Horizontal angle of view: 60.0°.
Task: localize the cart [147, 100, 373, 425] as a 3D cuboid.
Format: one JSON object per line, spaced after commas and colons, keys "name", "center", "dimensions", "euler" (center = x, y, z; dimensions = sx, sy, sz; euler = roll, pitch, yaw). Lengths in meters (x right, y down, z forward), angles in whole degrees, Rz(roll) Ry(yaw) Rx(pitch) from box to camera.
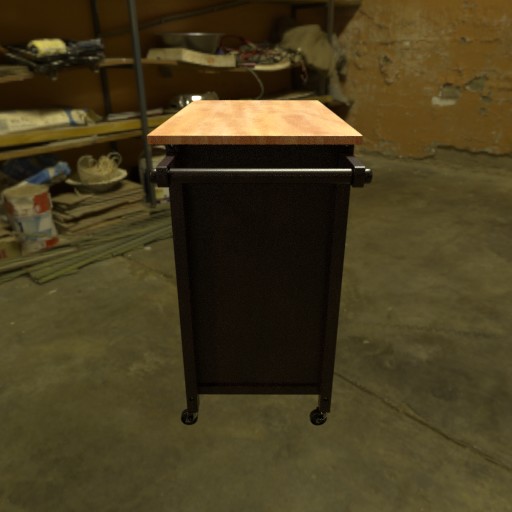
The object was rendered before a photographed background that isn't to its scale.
{"name": "cart", "center": [0.000, 0.000, 1.446], "dimensions": [0.472, 0.878, 0.914], "euler": [0, 25, 0]}
